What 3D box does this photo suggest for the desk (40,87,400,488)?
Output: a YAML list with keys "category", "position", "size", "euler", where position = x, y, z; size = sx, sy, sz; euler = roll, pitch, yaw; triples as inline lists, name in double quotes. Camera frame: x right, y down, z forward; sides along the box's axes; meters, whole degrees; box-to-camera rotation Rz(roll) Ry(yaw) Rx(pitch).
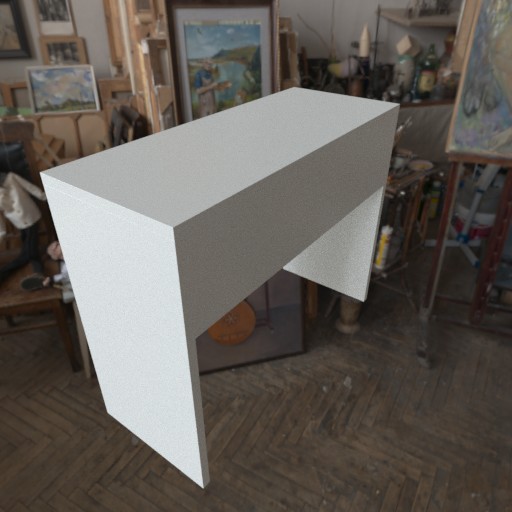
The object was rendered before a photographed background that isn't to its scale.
- category: "desk"
  position: [0.000, 0.000, 1.392]
  size: [0.400, 0.790, 1.000]
  euler: [22, 39, 30]
